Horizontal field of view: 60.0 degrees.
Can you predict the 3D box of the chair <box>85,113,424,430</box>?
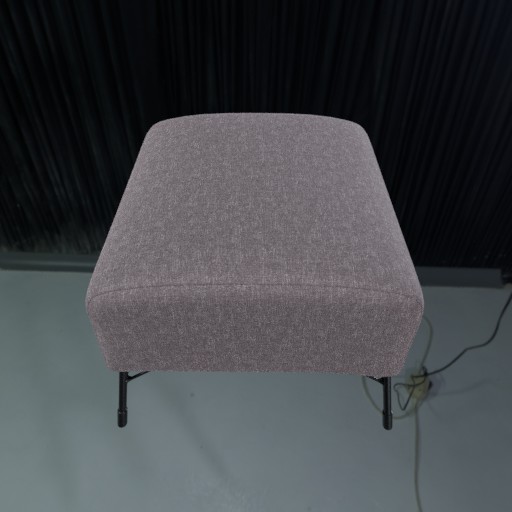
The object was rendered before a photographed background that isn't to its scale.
[{"bbox_3d":[0.000,0.000,0.899,0.530,0.410,0.530,0,44,0],"label":"chair"}]
